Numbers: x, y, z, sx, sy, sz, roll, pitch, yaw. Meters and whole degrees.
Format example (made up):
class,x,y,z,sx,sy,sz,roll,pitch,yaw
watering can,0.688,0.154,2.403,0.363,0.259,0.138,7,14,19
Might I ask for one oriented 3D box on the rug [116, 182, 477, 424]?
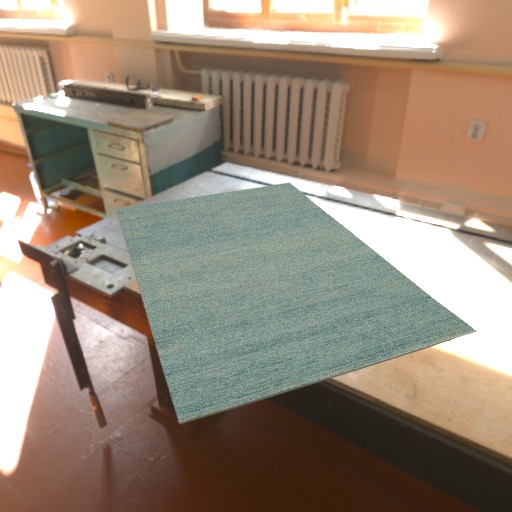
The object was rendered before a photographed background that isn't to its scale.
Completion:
class,x,y,z,sx,sy,sz,roll,pitch,yaw
rug,0.000,0.000,2.989,1.593,0.029,2.305,-11,32,-18
